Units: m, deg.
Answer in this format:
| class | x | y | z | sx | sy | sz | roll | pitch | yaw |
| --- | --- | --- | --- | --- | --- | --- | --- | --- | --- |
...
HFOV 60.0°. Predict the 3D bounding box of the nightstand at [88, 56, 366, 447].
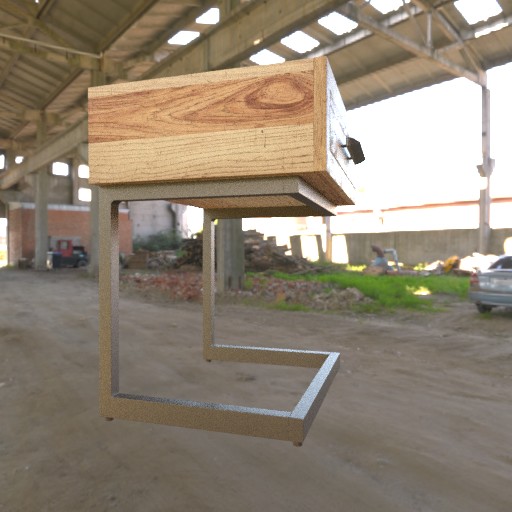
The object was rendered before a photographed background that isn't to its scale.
| class | x | y | z | sx | sy | sz | roll | pitch | yaw |
| --- | --- | --- | --- | --- | --- | --- | --- | --- | --- |
| nightstand | 0.000 | 0.000 | 1.020 | 0.481 | 0.632 | 0.558 | 0 | 1 | 18 |
